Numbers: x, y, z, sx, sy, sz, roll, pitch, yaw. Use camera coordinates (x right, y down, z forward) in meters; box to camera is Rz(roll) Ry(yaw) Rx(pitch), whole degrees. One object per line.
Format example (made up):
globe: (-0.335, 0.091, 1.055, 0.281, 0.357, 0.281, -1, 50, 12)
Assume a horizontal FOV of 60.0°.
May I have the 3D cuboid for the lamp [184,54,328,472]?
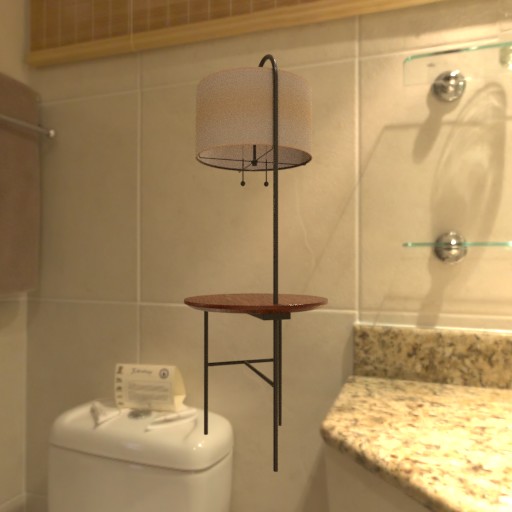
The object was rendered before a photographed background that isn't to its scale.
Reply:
lamp: (0.000, 0.000, 1.786, 0.573, 1.517, 0.573, 0, -1, 0)
